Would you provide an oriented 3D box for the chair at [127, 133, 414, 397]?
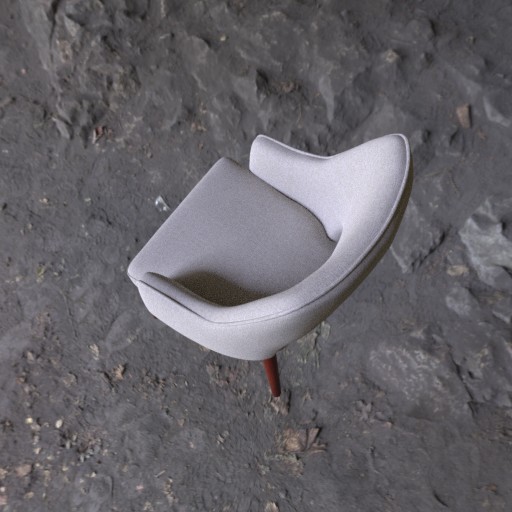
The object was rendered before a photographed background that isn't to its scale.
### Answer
[{"bbox_3d":[0.000,0.000,1.198,0.580,0.840,0.560,30,68,14],"label":"chair"}]
